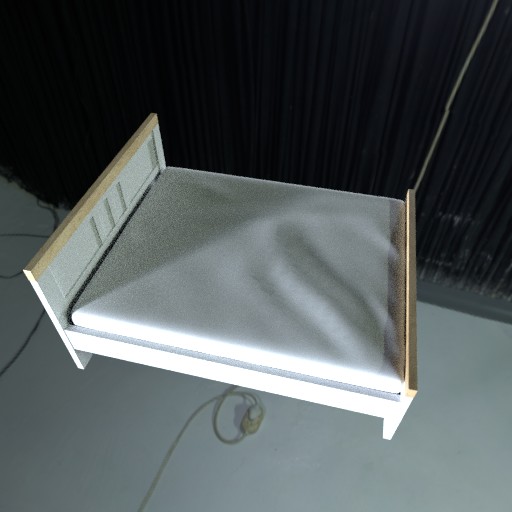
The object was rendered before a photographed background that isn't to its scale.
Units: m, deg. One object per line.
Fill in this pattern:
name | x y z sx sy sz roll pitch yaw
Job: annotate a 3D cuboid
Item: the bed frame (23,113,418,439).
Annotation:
bed frame | 0.000 0.000 3.016 2.050 0.980 1.670 10 47 9
